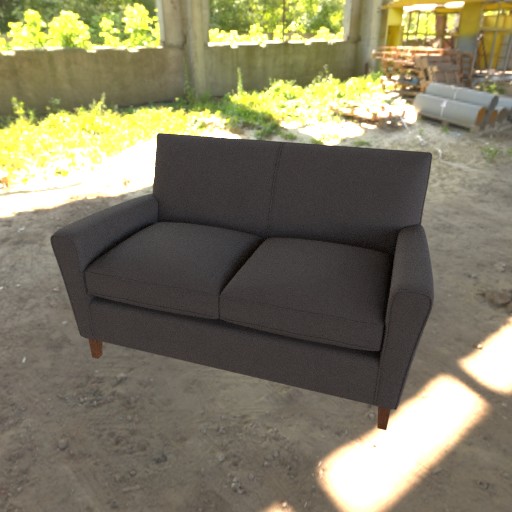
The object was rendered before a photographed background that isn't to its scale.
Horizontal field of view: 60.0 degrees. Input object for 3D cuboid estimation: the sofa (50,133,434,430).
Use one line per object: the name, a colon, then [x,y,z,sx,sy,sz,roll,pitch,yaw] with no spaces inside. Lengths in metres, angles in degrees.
sofa: [0.000,0.000,1.964,1.420,0.846,0.871,9,28,17]
